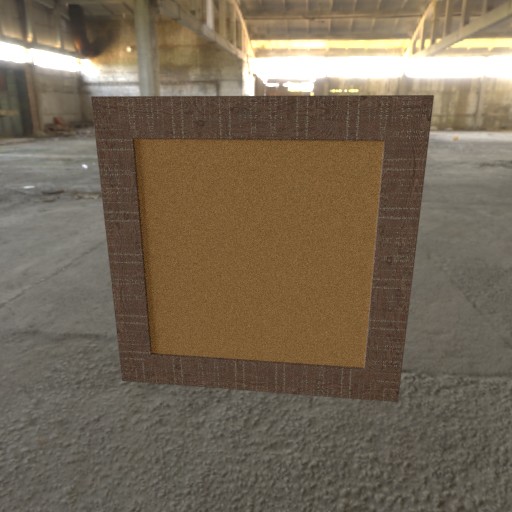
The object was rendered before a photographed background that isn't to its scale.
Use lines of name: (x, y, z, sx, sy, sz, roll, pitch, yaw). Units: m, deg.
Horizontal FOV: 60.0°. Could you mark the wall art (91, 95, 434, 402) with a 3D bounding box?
wall art: (0.000, 0.000, 0.783, 0.531, 0.531, 0.040, 2, 18, 7)
